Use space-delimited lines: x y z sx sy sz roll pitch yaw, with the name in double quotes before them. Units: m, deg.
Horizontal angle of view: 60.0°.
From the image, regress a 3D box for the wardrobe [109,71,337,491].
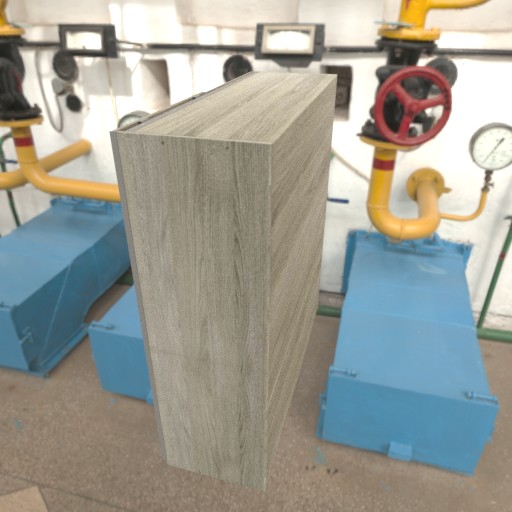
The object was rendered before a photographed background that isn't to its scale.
"wardrobe" 0.000 0.000 2.810 0.629 1.960 1.780 8 31 14
